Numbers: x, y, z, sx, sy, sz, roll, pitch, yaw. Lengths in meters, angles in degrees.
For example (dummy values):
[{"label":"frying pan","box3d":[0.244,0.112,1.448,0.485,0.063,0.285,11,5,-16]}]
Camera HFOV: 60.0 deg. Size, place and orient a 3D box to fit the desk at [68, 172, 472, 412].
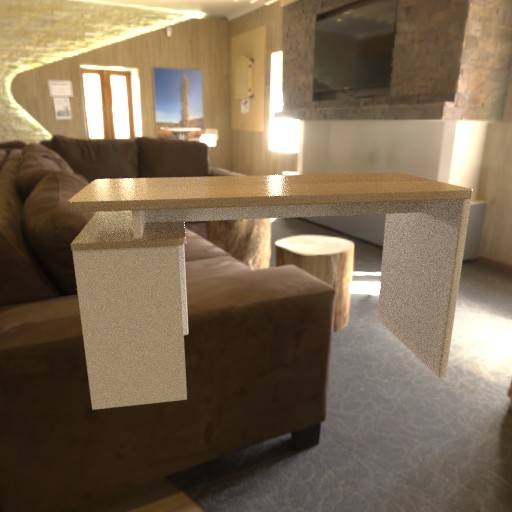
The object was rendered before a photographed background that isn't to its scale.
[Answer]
[{"label":"desk","box3d":[0.000,0.000,2.138,1.400,0.770,1.175,-3,17,-10]}]
